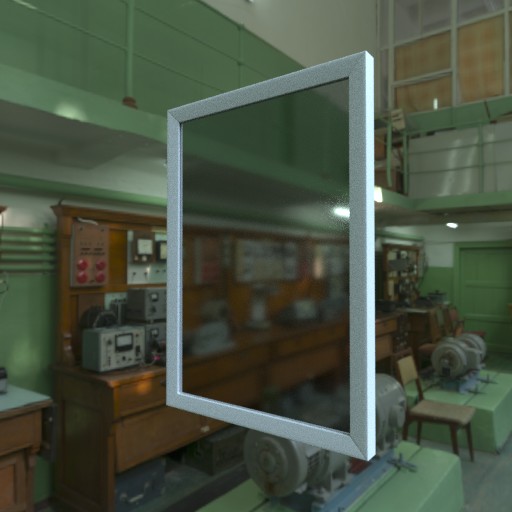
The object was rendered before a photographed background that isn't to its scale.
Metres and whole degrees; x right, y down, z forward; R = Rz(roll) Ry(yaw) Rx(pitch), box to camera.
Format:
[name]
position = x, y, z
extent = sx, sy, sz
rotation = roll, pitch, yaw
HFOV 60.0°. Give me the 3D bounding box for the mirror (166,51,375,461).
[mirror]
position = 0.000, 0.000, 0.933
extent = 0.507, 0.710, 0.040
rotation = -1, -1, 37
